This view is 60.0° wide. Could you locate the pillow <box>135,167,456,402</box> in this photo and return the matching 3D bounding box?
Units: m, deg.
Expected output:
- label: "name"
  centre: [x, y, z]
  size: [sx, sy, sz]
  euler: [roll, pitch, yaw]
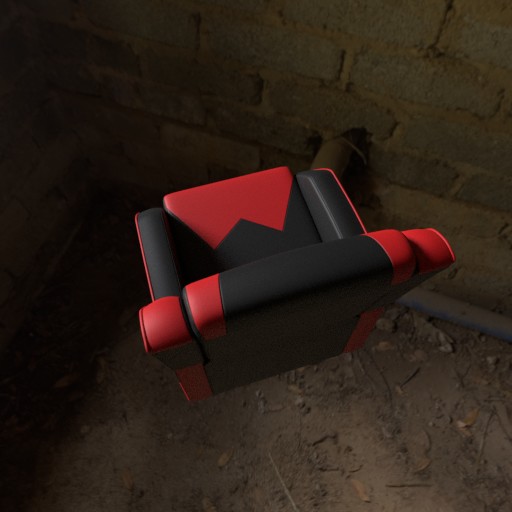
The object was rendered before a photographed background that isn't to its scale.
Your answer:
- label: "pillow"
  centre: [0.000, 0.000, 1.276]
  size: [0.620, 0.805, 0.672]
  euler: [-15, 60, -9]
